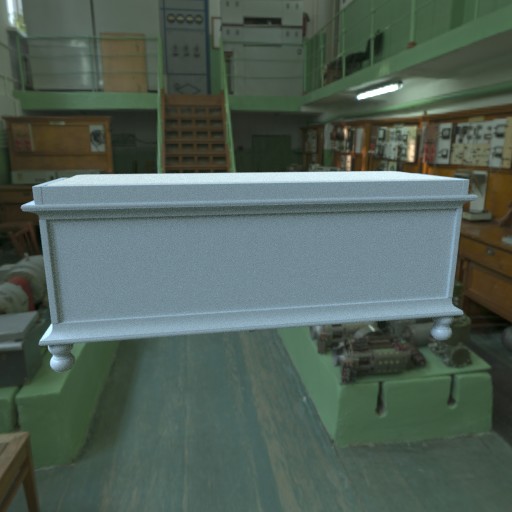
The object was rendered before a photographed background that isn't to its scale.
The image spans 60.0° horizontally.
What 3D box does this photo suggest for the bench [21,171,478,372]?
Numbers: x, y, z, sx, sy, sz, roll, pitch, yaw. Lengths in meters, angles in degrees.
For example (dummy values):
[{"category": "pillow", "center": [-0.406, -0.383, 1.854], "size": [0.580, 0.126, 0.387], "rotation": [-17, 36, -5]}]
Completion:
[{"category": "bench", "center": [0.000, 0.000, 1.372], "size": [1.185, 0.486, 0.402], "rotation": [-3, 14, -10]}]
